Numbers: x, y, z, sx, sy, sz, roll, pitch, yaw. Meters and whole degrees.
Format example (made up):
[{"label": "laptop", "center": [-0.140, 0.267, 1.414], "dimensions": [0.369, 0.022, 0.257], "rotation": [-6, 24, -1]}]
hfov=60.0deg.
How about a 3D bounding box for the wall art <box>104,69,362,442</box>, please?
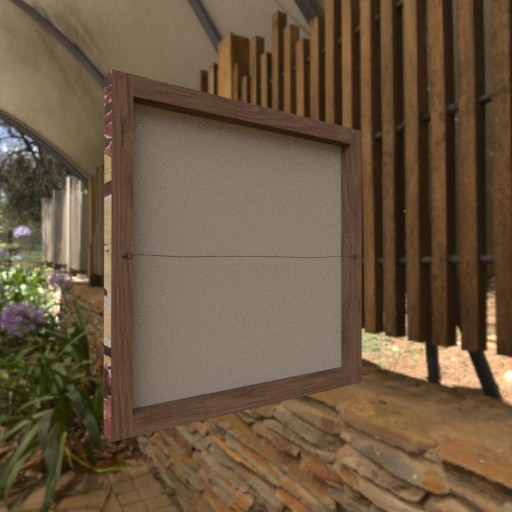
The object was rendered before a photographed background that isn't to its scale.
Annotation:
[{"label": "wall art", "center": [0.000, 0.000, 0.918], "dimensions": [0.609, 0.613, 0.041], "rotation": [0, -1, -36]}]
